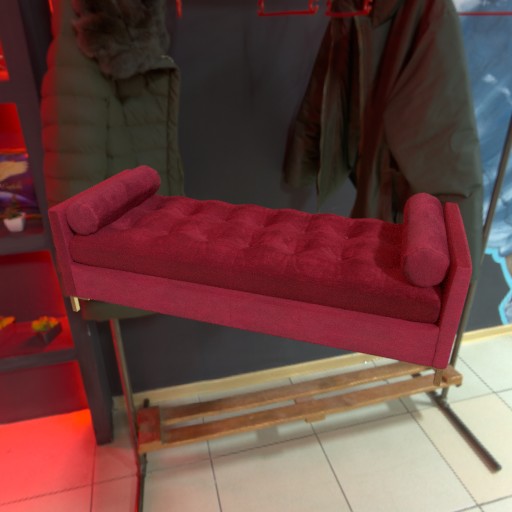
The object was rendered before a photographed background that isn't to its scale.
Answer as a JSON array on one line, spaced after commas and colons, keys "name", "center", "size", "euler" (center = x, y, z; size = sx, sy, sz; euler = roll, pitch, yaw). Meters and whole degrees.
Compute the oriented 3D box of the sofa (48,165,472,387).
[{"name": "sofa", "center": [0.000, 0.000, 2.516], "size": [2.102, 0.705, 0.796], "euler": [8, 29, 16]}]
